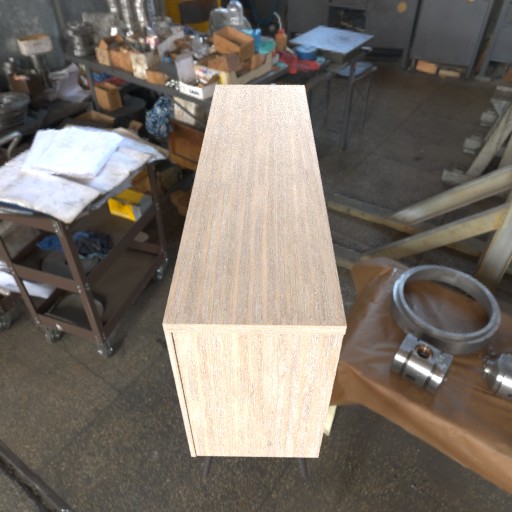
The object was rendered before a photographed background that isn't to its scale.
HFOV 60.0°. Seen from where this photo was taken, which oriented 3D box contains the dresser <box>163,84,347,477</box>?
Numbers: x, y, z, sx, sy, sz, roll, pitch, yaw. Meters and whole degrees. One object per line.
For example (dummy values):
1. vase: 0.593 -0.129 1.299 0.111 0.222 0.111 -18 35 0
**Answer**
1. dresser: 0.000 0.000 1.930 0.457 0.914 1.524 1 42 1
